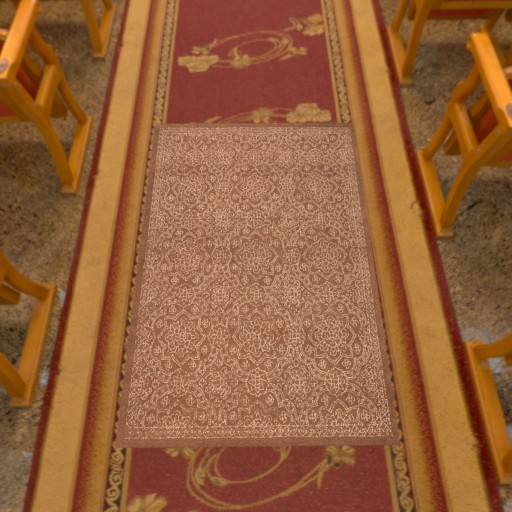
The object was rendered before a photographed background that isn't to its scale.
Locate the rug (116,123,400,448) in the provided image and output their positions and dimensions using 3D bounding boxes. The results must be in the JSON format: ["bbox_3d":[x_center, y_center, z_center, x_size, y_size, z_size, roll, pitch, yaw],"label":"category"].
[{"bbox_3d":[0.000,0.000,2.888,1.524,0.011,2.286,0,63,0],"label":"rug"}]
